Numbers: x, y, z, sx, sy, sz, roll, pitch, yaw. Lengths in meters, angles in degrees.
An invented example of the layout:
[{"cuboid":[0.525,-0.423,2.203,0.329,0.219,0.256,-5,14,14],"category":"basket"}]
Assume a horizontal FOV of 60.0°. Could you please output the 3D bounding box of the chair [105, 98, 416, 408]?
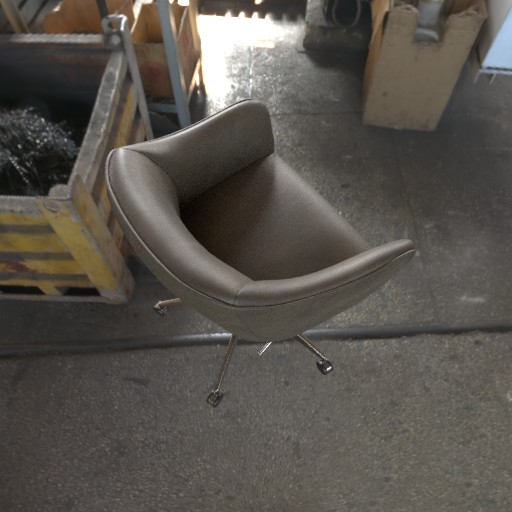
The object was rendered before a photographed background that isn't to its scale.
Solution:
[{"cuboid":[0.000,0.000,1.370,0.689,0.827,0.713,-32,64,-18],"category":"chair"}]
